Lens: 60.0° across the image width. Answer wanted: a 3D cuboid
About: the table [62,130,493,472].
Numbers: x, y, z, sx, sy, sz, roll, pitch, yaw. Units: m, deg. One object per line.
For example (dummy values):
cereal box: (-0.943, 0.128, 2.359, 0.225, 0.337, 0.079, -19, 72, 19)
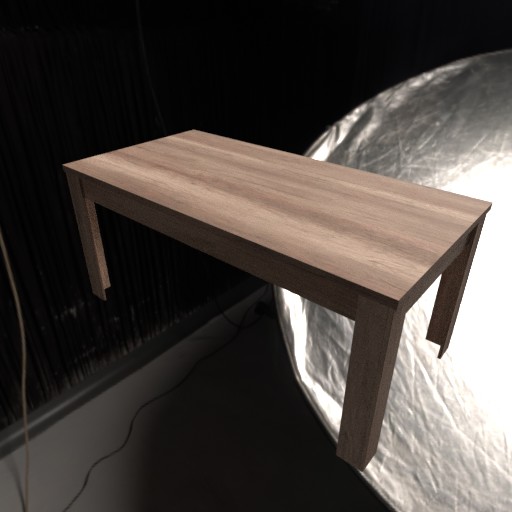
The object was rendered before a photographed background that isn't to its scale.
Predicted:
table: (0.000, 0.000, 2.231, 1.800, 0.790, 0.900, 23, 37, 34)
